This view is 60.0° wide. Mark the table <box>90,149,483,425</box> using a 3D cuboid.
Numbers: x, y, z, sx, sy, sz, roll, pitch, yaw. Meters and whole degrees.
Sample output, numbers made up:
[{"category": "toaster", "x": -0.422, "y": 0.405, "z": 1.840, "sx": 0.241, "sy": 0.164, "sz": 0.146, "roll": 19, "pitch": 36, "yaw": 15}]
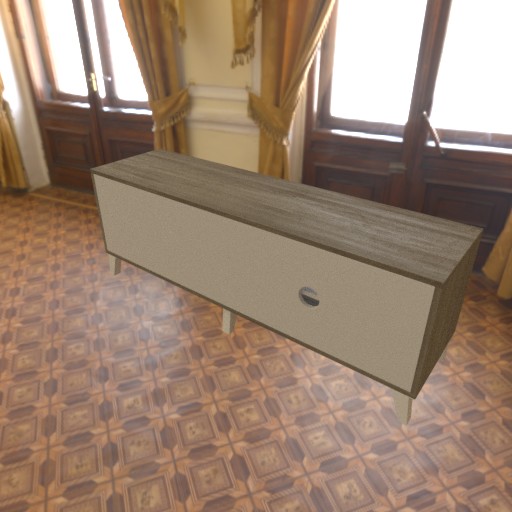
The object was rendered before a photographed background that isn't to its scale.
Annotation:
[{"category": "table", "x": 0.000, "y": 0.000, "z": 1.785, "sx": 1.500, "sy": 0.530, "sz": 0.400, "roll": 20, "pitch": 35, "yaw": 32}]
